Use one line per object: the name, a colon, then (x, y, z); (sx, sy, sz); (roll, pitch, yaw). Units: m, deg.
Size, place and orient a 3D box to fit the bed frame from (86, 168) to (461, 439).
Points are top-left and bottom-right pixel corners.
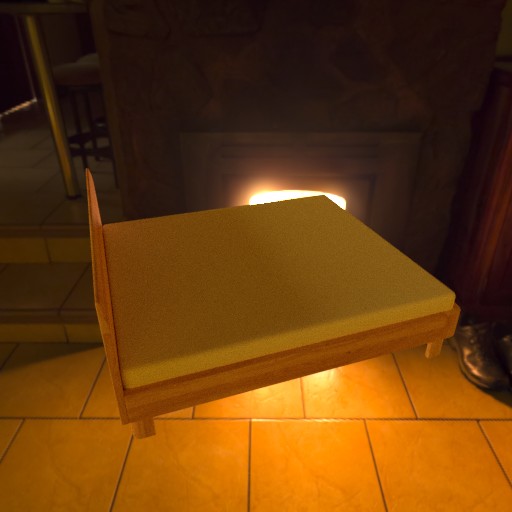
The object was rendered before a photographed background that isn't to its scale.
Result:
bed frame: (0.000, 0.000, 3.151); (2.092, 0.940, 1.872); (-10, 31, -17)
